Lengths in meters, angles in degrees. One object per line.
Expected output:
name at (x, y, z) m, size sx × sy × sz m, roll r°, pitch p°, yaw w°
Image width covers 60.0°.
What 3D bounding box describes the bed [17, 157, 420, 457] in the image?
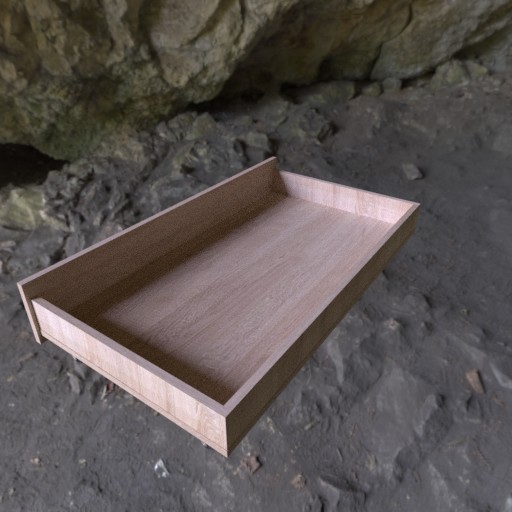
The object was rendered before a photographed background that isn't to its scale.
bed at (0.000, 0.000, 1.449) m, size 0.685 × 0.209 × 1.200 m, roll 20°, pitch 37°, yaw 29°
